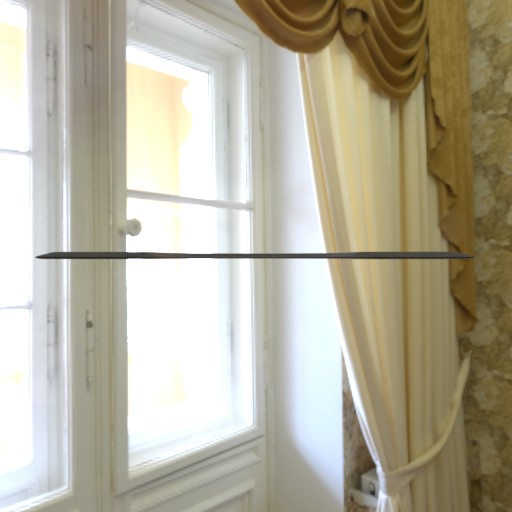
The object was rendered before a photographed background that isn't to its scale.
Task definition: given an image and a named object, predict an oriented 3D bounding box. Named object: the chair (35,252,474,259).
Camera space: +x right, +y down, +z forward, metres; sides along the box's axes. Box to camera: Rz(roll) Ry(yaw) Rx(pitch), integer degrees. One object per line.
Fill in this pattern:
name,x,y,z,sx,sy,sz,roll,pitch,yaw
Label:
chair,0.000,0.000,1.947,1.372,0.024,1.219,0,0,1
